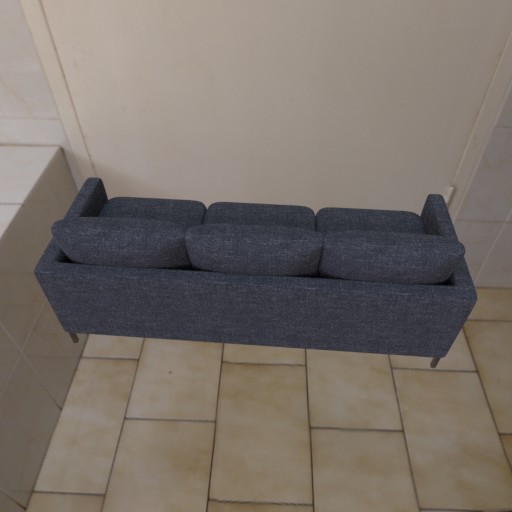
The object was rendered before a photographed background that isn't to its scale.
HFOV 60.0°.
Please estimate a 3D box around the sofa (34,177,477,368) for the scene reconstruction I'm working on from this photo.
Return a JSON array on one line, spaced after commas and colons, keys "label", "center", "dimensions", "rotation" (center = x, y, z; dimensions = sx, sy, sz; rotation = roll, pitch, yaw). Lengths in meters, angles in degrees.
[{"label": "sofa", "center": [0.000, 0.000, 2.633], "dimensions": [2.218, 0.874, 0.859], "rotation": [3, 46, 3]}]
